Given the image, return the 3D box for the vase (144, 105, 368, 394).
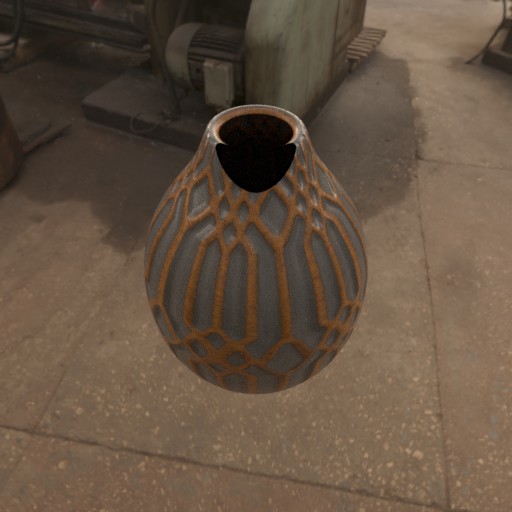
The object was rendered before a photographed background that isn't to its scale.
[{"bbox_3d":[0.000,0.000,0.136,0.069,0.088,0.069,0,46,0],"label":"vase"}]
